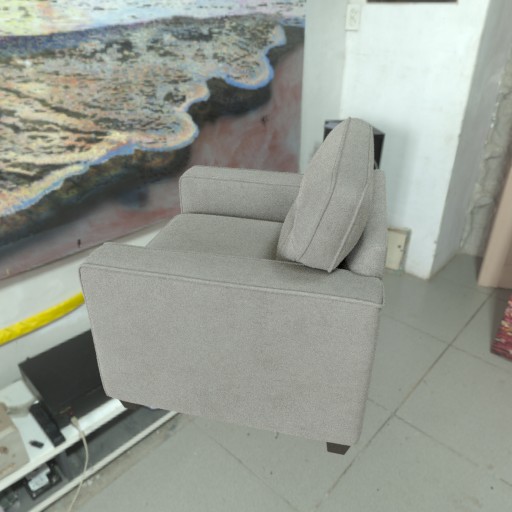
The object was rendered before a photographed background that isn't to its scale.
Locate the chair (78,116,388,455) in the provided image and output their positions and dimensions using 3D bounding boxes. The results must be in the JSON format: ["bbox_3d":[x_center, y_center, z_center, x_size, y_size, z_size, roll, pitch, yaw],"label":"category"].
[{"bbox_3d":[0.000,0.000,1.760,0.939,0.965,1.015,7,30,12],"label":"chair"}]
